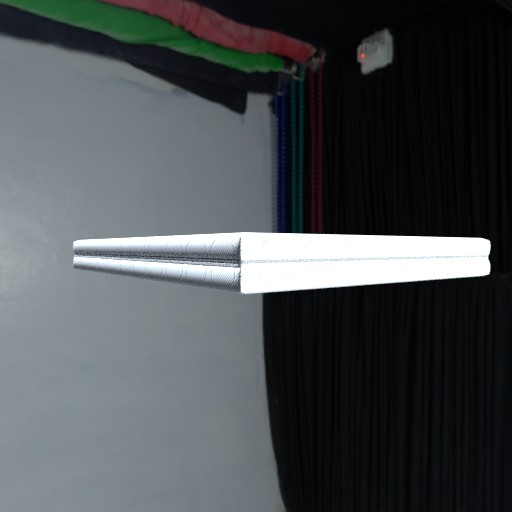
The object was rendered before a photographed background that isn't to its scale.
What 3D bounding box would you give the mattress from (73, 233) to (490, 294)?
[{"bbox_3d":[0.000,0.000,2.663,1.600,0.200,2.000,-1,1,-36],"label":"mattress"}]
